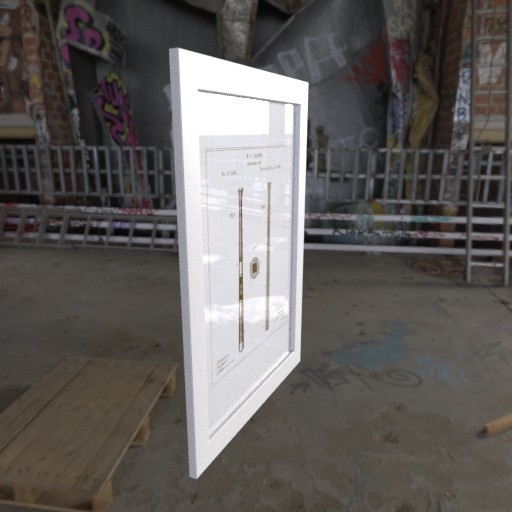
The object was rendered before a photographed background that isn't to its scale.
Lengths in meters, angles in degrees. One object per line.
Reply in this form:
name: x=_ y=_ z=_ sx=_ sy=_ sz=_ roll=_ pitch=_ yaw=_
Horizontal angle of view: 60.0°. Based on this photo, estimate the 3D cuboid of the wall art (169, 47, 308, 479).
wall art: x=0.000 y=0.000 z=0.616 sx=0.011 sy=0.482 sz=0.329 roll=8 pitch=17 yaw=27
